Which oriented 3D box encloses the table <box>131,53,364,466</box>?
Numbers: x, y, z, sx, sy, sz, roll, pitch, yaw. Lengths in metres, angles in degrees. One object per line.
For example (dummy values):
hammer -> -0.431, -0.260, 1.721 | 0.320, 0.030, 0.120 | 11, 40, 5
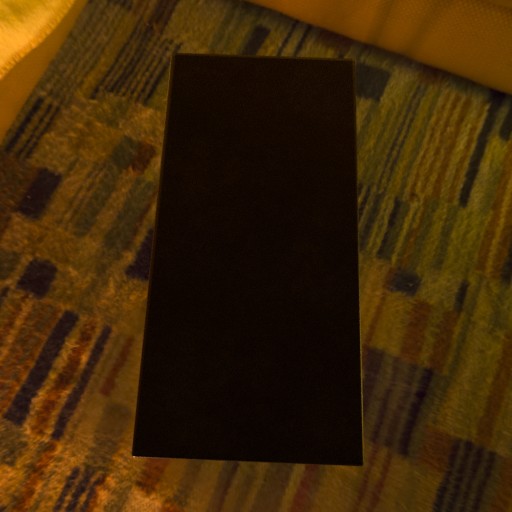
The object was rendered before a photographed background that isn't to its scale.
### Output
table -> 0.000, 0.000, 1.463 | 0.580, 0.487, 1.171 | 2, 75, 1
